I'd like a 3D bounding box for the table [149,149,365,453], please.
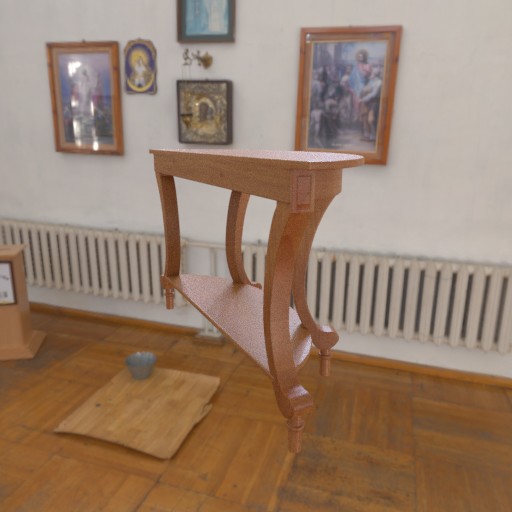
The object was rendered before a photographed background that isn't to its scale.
[{"bbox_3d":[0.000,0.000,1.518,0.394,0.692,1.198,-7,16,-26],"label":"table"}]
